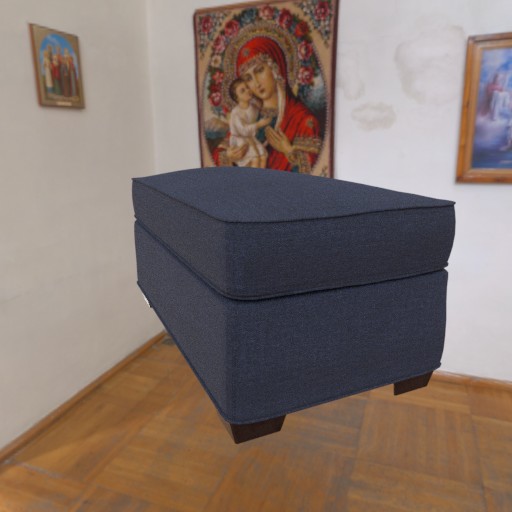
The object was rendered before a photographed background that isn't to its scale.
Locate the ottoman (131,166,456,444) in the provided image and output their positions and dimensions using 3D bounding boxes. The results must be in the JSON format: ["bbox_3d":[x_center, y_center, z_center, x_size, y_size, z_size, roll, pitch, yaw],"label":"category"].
[{"bbox_3d":[0.000,0.000,1.188,0.505,0.453,0.895,-7,17,-24],"label":"ottoman"}]
